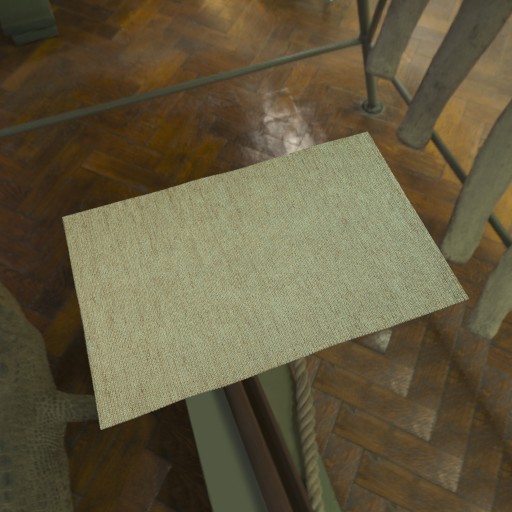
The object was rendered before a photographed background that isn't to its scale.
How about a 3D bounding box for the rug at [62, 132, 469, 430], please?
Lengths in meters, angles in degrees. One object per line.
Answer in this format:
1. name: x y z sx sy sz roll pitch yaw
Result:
1. rug: 0.000 0.000 3.063 2.439 0.011 1.533 -17 65 -9
